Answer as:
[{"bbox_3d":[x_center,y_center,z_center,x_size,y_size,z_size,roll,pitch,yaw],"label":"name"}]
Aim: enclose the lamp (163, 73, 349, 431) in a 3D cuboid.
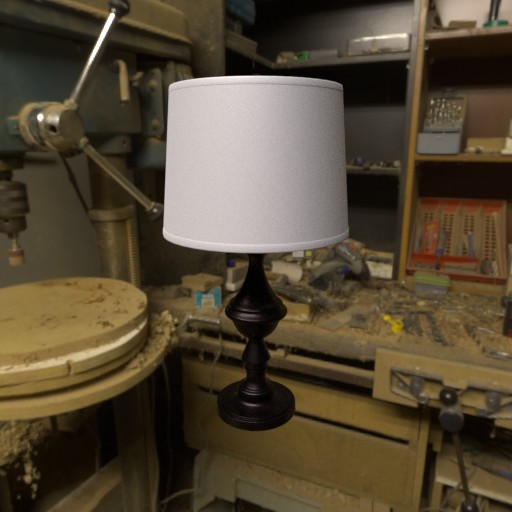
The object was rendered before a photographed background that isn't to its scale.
[{"bbox_3d":[0.000,0.000,0.945,0.383,0.726,0.383,0,14,0],"label":"lamp"}]
